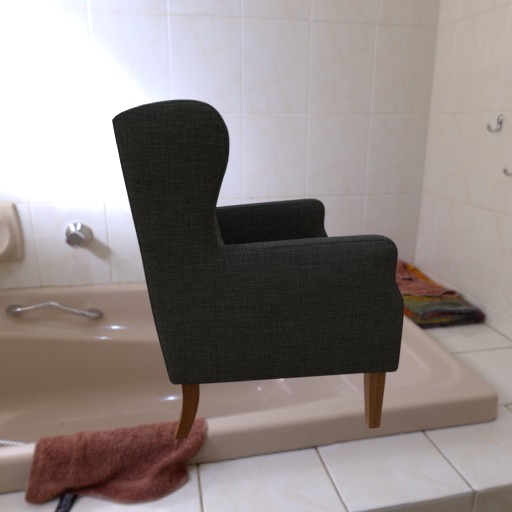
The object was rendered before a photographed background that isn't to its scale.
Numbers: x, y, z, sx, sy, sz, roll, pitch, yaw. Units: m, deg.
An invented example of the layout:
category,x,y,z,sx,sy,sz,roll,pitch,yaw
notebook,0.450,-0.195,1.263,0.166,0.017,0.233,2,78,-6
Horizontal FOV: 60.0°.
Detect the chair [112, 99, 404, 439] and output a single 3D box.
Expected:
category,x,y,z,sx,sy,sz,roll,pitch,yaw
chair,0.000,0.000,1.478,0.775,0.953,0.711,-3,17,-9
